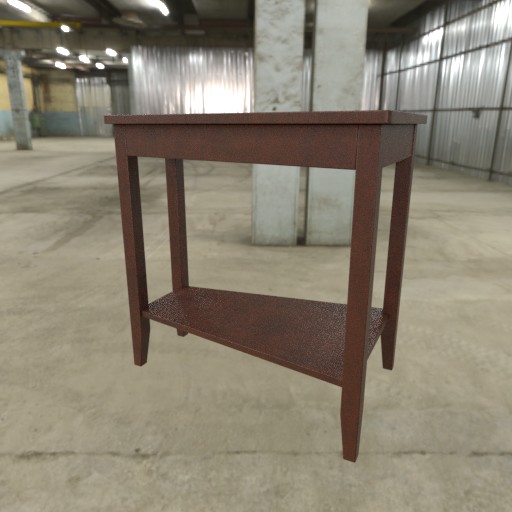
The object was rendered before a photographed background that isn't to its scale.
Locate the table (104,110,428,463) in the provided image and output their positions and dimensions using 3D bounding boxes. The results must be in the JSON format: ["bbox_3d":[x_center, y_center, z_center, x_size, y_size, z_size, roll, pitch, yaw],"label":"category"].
[{"bbox_3d":[0.000,0.000,0.971,0.605,0.589,0.399,8,18,26],"label":"table"}]
